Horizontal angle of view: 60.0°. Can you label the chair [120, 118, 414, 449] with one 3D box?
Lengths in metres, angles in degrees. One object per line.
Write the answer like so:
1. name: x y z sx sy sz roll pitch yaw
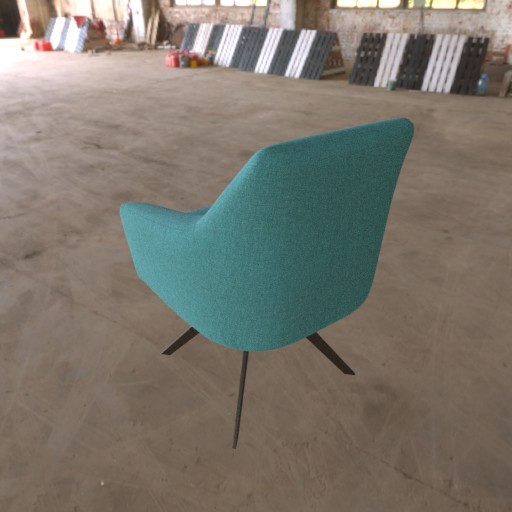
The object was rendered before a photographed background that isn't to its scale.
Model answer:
1. chair: 0.000 0.000 1.320 0.642 0.874 0.677 -20 36 -30
